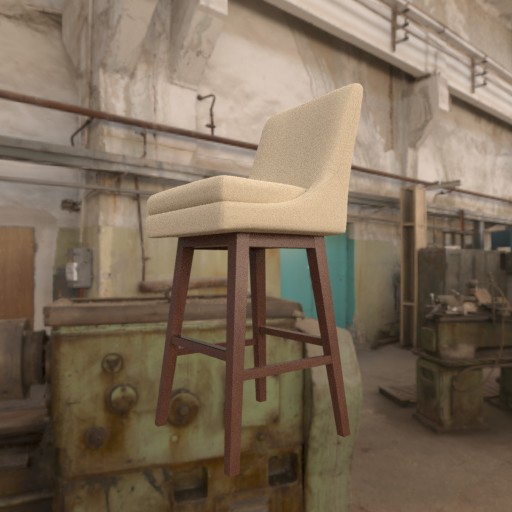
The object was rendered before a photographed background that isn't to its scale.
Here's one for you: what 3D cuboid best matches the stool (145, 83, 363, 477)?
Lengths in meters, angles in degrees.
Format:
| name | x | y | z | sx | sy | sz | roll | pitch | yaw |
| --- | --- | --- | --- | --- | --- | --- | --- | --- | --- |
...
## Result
| name | x | y | z | sx | sy | sz | roll | pitch | yaw |
| --- | --- | --- | --- | --- | --- | --- | --- | --- | --- |
| stool | 0.000 | 0.000 | 1.408 | 0.559 | 1.093 | 0.483 | 1 | -1 | -37 |
